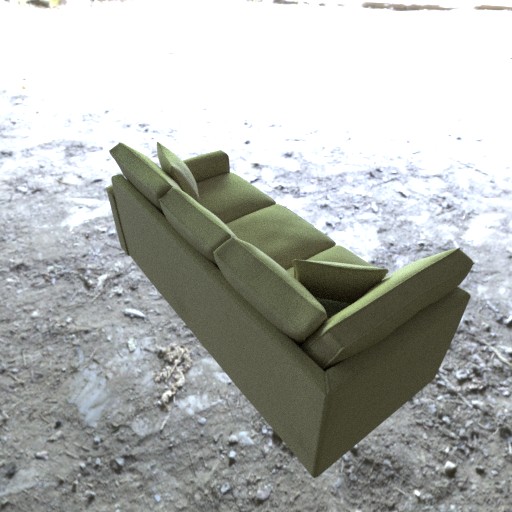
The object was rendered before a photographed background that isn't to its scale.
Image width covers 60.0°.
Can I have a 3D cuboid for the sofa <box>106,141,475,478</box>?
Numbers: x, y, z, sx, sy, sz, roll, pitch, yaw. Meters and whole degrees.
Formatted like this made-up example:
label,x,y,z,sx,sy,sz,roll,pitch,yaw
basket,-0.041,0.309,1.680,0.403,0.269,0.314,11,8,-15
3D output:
label,x,y,z,sx,sy,sz,roll,pitch,yaw
sofa,0.000,0.000,2.863,1.053,0.948,2.323,-25,45,-27
